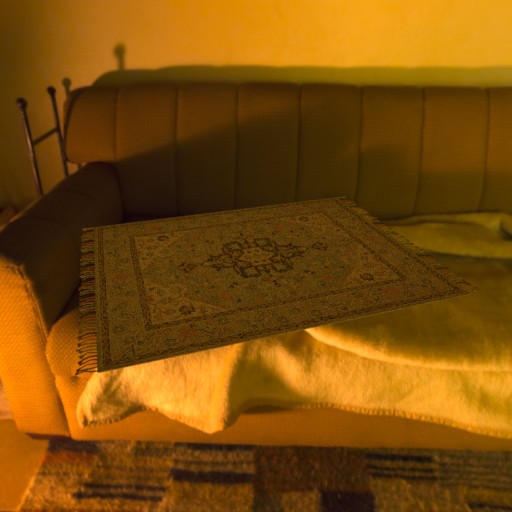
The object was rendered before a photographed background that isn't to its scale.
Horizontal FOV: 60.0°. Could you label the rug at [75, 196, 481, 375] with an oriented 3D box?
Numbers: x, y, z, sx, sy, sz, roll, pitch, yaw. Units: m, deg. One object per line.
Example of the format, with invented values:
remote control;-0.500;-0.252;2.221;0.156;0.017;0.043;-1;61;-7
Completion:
rug;0.000;0.000;3.513;2.651;0.010;1.971;-9;29;-16
